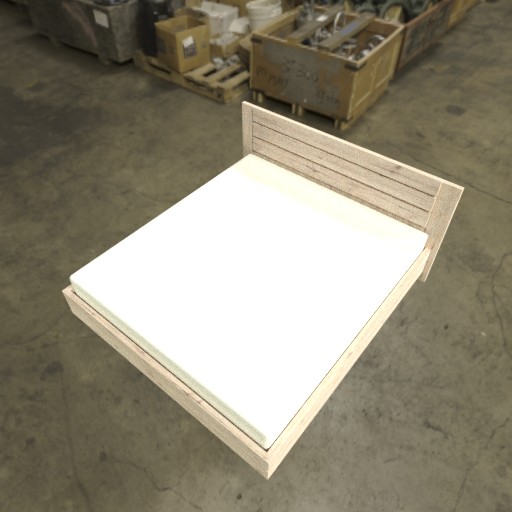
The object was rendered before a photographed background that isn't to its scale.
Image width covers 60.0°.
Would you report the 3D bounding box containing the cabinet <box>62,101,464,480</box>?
[{"bbox_3d":[0.000,0.000,3.207,1.950,0.970,2.080,30,53,26],"label":"cabinet"}]
